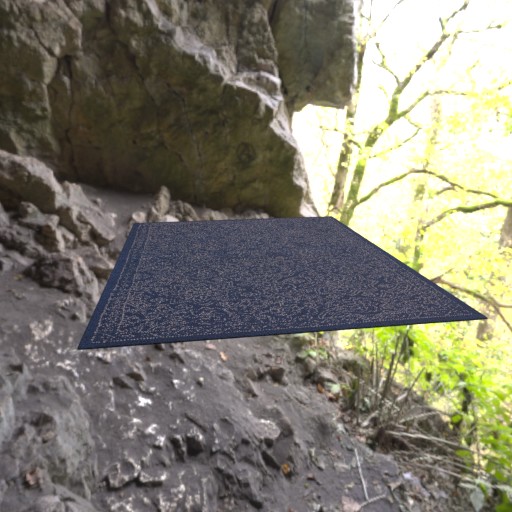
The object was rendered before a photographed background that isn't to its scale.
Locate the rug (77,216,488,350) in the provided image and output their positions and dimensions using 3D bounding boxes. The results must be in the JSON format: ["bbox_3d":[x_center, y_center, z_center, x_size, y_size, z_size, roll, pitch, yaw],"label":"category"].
[{"bbox_3d":[0.000,0.000,3.997,2.438,0.010,3.048,-3,17,-9],"label":"rug"}]
